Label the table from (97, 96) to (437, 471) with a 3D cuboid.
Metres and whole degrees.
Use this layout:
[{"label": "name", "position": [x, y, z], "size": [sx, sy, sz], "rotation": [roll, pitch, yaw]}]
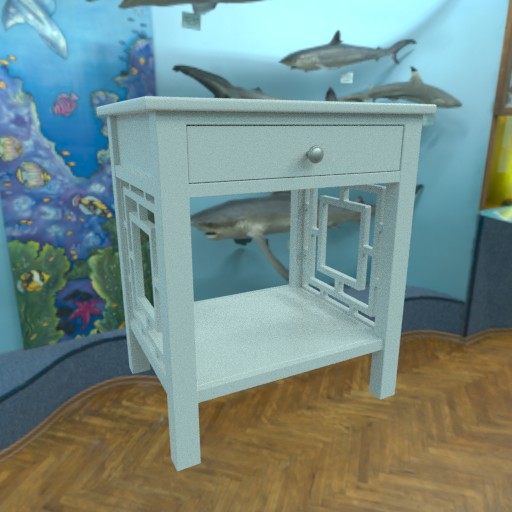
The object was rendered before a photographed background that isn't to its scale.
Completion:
[{"label": "table", "position": [0.000, 0.000, 1.004], "size": [0.564, 0.646, 0.451], "rotation": [-8, 18, -26]}]
